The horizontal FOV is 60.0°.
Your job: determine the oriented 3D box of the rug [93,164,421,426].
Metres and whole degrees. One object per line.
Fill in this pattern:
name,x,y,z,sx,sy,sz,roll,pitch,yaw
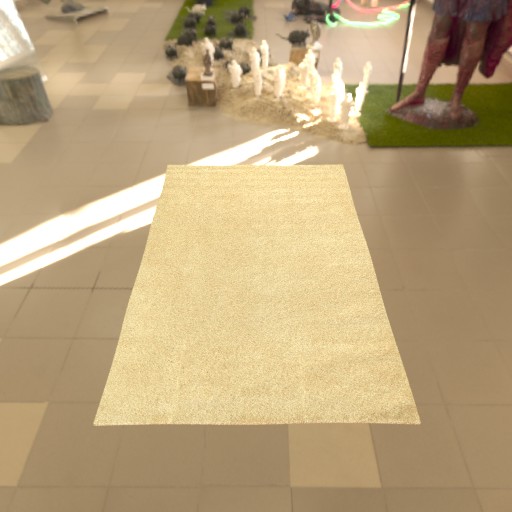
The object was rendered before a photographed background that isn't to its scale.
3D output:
rug,0.000,0.000,2.917,1.500,0.025,2.346,0,41,0
